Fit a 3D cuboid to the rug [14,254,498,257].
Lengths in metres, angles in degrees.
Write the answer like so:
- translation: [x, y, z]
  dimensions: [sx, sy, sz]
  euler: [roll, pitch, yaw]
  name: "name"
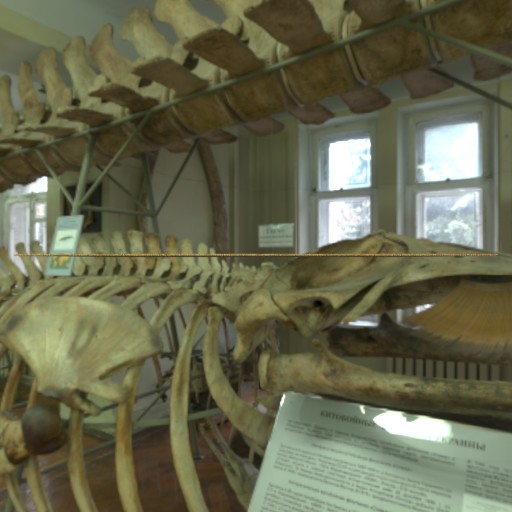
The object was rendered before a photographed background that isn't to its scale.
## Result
- translation: [0.000, 0.000, 2.160]
  dimensions: [1.747, 0.006, 1.143]
  euler: [0, 0, 2]
  name: "rug"
